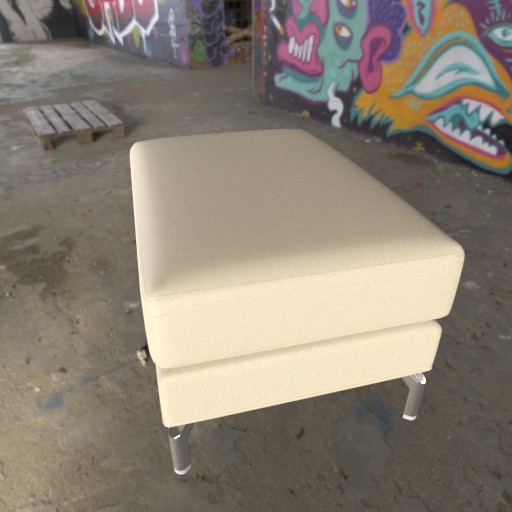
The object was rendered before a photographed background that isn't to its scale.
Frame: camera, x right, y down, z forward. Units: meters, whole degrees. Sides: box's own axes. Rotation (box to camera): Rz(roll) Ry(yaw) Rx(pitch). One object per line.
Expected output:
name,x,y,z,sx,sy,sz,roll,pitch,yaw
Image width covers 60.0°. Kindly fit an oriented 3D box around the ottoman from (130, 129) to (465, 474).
ottoman,0.000,0.000,1.170,0.581,0.497,0.835,-8,32,-13
